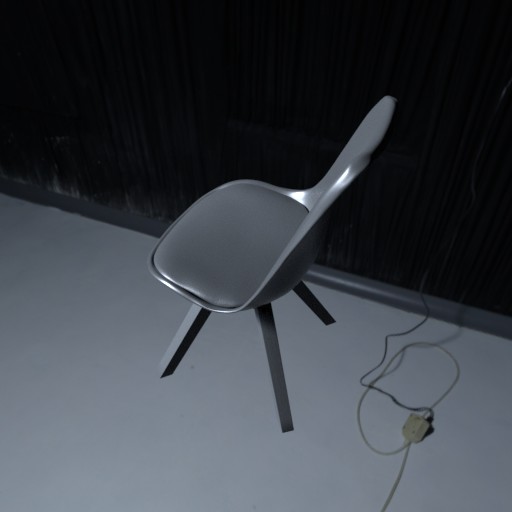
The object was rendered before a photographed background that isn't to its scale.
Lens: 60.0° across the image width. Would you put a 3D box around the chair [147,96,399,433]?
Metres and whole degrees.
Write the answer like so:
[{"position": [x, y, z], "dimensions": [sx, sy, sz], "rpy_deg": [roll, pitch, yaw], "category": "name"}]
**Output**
[{"position": [0.000, 0.000, 1.157], "dimensions": [0.530, 0.850, 0.485], "rpy_deg": [17, 47, 17], "category": "chair"}]
